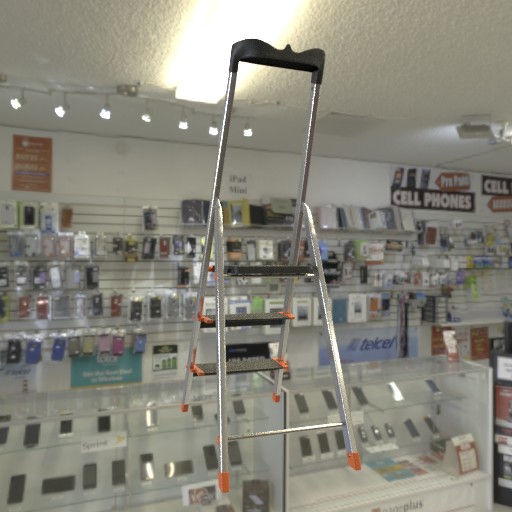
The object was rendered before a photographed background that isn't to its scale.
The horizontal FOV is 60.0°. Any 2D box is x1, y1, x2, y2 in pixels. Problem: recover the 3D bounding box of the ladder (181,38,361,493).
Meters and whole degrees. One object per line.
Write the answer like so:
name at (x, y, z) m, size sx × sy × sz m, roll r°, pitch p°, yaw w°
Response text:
ladder at (0.000, 0.000, 1.536) m, size 0.416 × 1.229 × 0.686 m, roll 0°, pitch -1°, yaw -18°
